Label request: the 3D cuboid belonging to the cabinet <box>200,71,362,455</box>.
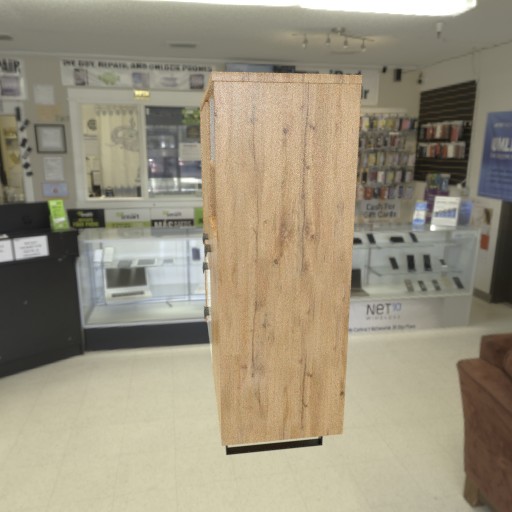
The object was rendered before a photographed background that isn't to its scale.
[{"bbox_3d":[0.000,0.000,2.033,0.473,1.397,1.168,-2,14,-8],"label":"cabinet"}]
